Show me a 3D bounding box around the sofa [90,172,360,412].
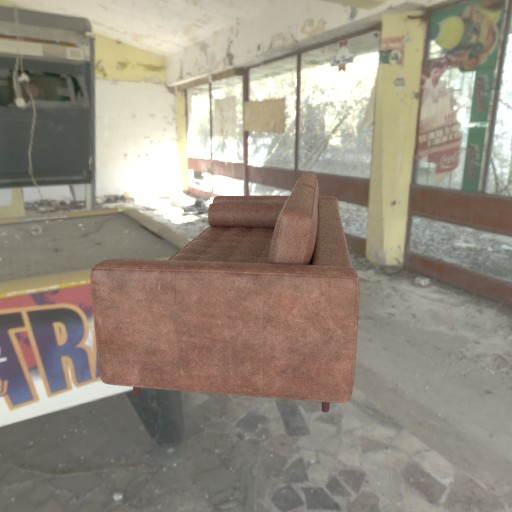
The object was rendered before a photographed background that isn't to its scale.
[{"bbox_3d":[0.000,0.000,2.335,0.910,0.760,1.870,2,15,8],"label":"sofa"}]
